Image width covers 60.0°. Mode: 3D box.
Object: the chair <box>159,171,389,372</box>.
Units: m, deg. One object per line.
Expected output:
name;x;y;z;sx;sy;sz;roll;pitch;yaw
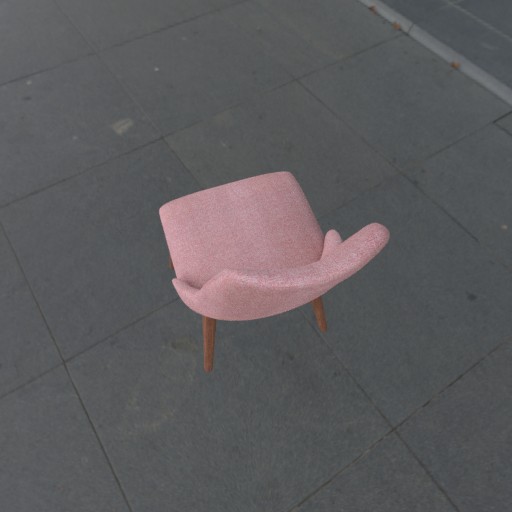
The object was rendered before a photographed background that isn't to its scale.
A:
chair;0.000;0.000;1.341;0.535;0.918;0.707;-16;60;-10
